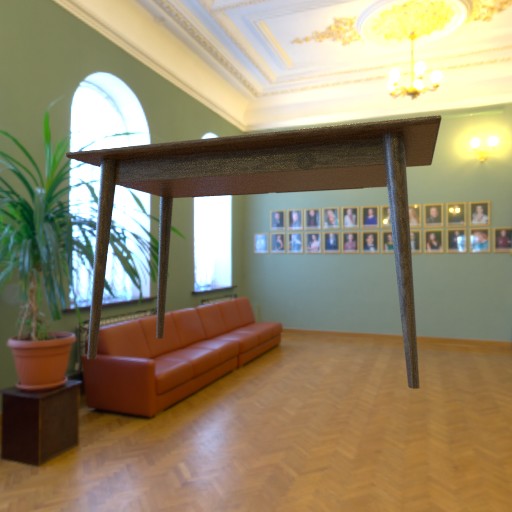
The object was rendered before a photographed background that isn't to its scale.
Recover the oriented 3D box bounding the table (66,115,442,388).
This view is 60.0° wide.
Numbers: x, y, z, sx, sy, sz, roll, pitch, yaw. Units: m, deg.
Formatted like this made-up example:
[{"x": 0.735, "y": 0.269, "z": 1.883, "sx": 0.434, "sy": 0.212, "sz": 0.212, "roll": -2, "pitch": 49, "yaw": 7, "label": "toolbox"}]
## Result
[{"x": 0.000, "y": 0.000, "z": 1.723, "sx": 1.300, "sy": 0.780, "sz": 0.599, "roll": 0, "pitch": -1, "yaw": 19, "label": "table"}]
